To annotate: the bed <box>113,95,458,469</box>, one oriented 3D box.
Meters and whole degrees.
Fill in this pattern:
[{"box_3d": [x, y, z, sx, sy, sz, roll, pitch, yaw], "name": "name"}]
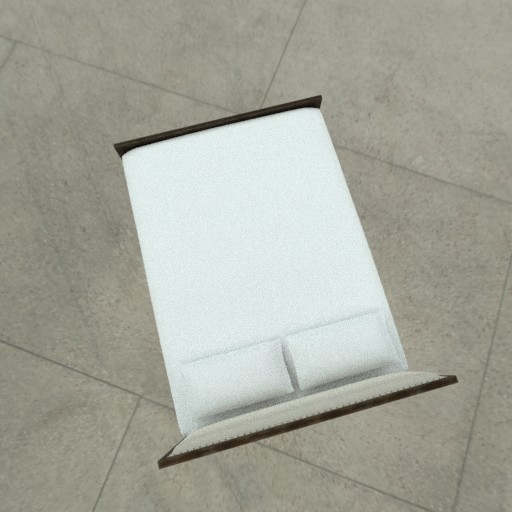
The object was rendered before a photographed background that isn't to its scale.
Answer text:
[{"box_3d": [0.000, 0.000, 3.184, 1.607, 1.313, 2.221, -15, 76, -4], "name": "bed"}]
